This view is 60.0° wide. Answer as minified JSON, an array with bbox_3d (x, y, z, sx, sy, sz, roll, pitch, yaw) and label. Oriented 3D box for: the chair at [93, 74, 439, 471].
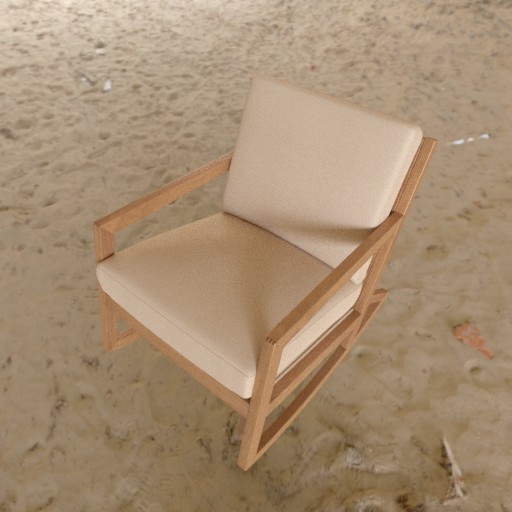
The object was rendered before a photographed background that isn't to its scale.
[{"bbox_3d":[0.000,0.000,1.365,0.622,0.790,0.857,30,52,27],"label":"chair"}]
